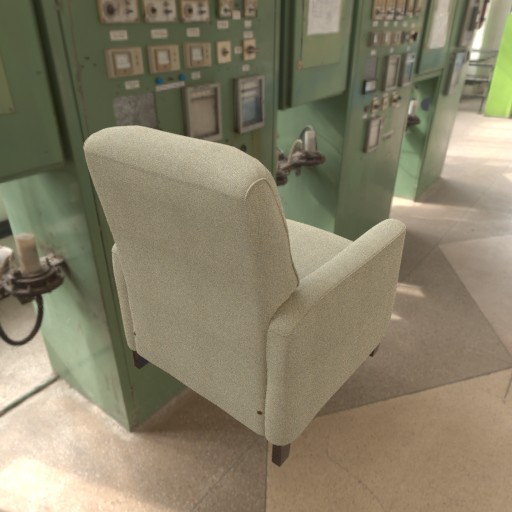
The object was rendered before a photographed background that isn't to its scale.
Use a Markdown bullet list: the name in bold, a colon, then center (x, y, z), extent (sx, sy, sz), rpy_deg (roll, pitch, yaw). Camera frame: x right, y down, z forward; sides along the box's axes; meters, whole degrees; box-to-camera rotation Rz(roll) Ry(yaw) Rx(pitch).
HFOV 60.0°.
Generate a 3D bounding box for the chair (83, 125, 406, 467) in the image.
- **chair**: center (0.000, 0.000, 1.621), extent (0.850, 1.006, 0.853), rpy_deg (21, 35, 33)
